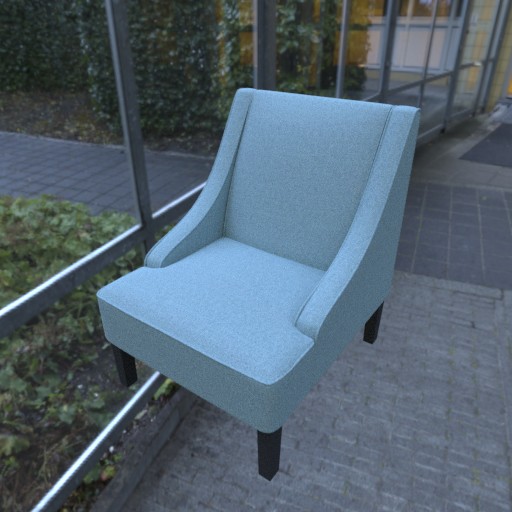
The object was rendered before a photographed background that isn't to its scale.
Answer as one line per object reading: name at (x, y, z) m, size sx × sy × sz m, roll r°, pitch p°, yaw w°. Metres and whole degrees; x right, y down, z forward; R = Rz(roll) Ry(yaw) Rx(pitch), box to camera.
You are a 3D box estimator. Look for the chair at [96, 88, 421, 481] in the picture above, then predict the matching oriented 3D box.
chair at (0.000, 0.000, 1.831) m, size 0.857 × 1.133 × 1.025 m, roll 19°, pitch 34°, yaw 31°
